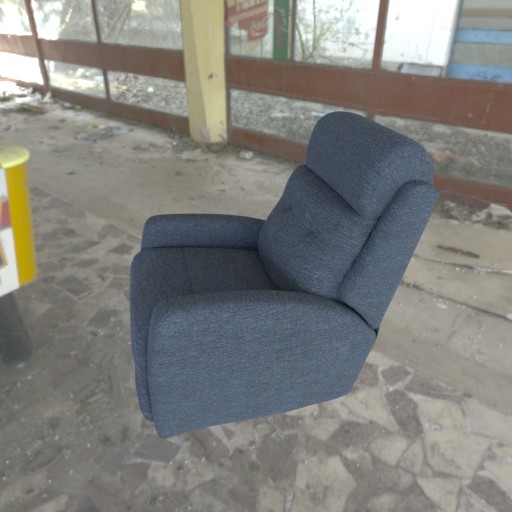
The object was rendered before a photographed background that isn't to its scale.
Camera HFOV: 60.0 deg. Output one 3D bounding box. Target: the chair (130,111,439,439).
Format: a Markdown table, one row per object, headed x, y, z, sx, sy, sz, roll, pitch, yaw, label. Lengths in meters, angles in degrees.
| x | y | z | sx | sy | sz | roll | pitch | yaw | label |
| --- | --- | --- | --- | --- | --- | --- | --- | --- | --- |
| 0.000 | 0.000 | 1.747 | 1.043 | 1.013 | 0.798 | -7 | 31 | -13 | chair |
